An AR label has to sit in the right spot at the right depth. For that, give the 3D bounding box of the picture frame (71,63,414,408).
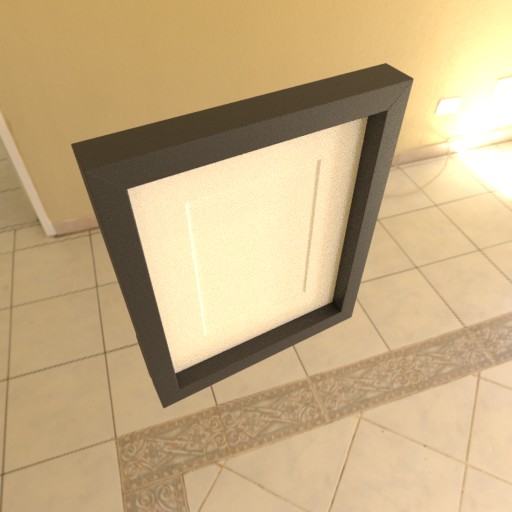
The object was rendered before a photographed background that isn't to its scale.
[{"bbox_3d":[0.000,0.000,0.390,0.232,0.284,0.042,-22,50,-19],"label":"picture frame"}]
